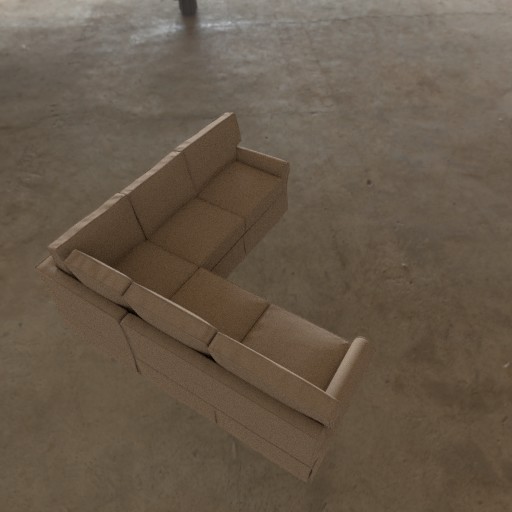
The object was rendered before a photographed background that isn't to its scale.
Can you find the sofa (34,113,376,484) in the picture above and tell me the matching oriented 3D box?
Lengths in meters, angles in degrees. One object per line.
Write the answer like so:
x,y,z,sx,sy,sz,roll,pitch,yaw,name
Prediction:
0.000,0.000,4.224,2.730,1.124,2.733,25,52,21,sofa
